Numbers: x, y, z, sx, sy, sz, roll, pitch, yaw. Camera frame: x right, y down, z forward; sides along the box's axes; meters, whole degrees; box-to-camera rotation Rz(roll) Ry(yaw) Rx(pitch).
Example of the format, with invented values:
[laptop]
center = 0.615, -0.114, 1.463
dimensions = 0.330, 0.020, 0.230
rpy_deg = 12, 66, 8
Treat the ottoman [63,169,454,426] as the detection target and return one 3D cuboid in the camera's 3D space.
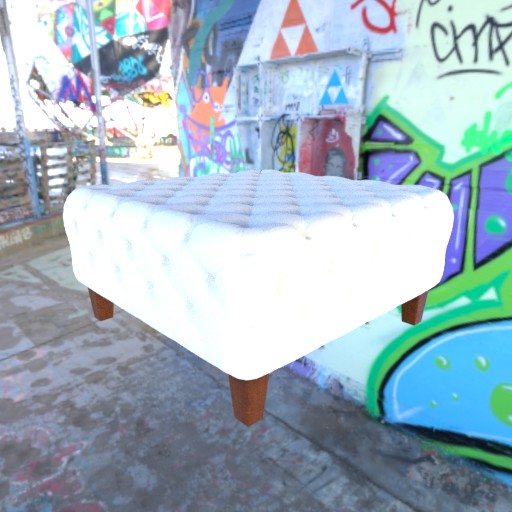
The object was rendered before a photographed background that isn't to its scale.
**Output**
[ottoman]
center = 0.000, 0.000, 1.200
dimensions = 0.755, 0.376, 0.753
rpy_deg = -15, 23, -41
